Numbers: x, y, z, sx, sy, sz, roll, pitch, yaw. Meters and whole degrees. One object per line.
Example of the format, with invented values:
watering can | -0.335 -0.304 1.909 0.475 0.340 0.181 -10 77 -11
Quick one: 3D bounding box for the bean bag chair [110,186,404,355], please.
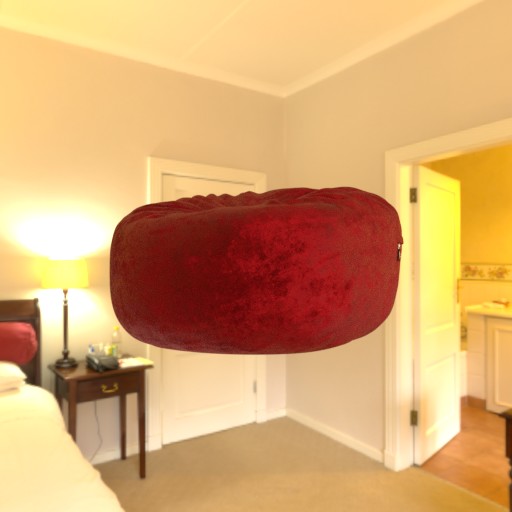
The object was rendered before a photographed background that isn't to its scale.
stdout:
bean bag chair | 0.000 0.000 2.402 1.524 0.878 1.524 0 0 17
